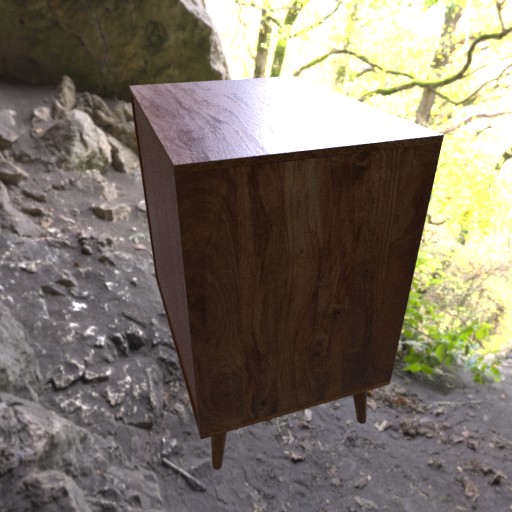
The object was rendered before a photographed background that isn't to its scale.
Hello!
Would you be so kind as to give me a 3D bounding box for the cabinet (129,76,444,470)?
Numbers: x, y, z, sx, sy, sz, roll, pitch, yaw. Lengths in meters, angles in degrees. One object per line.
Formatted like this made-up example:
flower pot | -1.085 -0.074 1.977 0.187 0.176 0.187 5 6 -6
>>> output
cabinet | 0.000 0.000 1.149 0.473 0.758 0.647 -10 32 -16
